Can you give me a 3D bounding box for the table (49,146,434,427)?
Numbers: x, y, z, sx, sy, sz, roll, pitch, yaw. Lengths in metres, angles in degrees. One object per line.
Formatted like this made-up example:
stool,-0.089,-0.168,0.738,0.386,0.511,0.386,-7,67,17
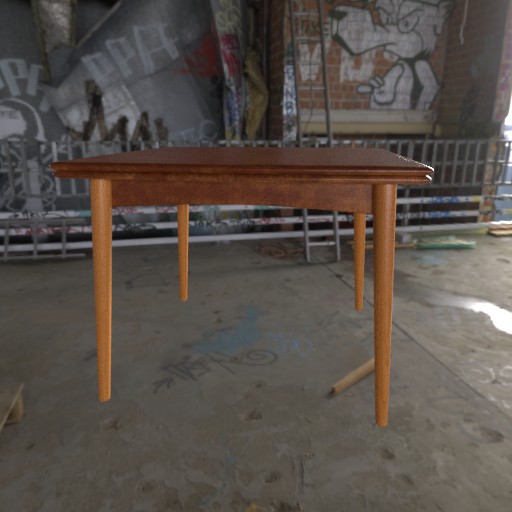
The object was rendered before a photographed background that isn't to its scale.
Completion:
table,0.000,0.000,1.668,0.991,0.754,0.991,2,17,8
